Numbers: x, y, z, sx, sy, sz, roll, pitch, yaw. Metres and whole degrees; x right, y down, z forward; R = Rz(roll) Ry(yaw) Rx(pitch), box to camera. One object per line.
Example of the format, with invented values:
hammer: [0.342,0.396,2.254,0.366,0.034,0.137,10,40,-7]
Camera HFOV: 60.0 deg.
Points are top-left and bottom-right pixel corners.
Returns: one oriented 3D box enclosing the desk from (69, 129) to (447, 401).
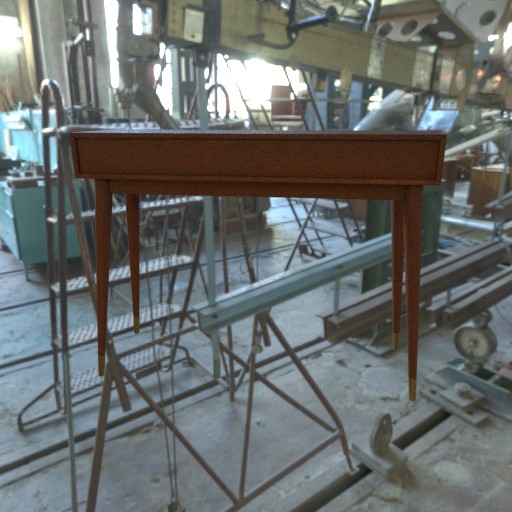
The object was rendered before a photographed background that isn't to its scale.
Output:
desk: [0.000,0.000,1.697,1.204,0.917,0.384,2,18,7]
